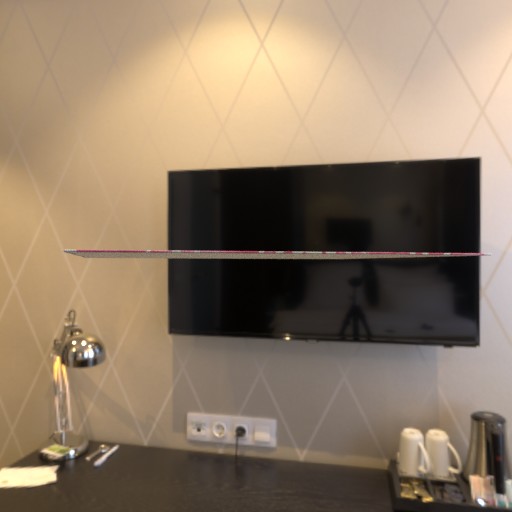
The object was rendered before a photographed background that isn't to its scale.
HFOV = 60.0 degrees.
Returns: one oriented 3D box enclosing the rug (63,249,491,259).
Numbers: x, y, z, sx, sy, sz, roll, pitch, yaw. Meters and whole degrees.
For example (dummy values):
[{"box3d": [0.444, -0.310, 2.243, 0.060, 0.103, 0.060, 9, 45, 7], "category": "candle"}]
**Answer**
[{"box3d": [0.000, 0.000, 4.113, 3.095, 0.016, 2.441, 0, -1, -18], "category": "rug"}]
